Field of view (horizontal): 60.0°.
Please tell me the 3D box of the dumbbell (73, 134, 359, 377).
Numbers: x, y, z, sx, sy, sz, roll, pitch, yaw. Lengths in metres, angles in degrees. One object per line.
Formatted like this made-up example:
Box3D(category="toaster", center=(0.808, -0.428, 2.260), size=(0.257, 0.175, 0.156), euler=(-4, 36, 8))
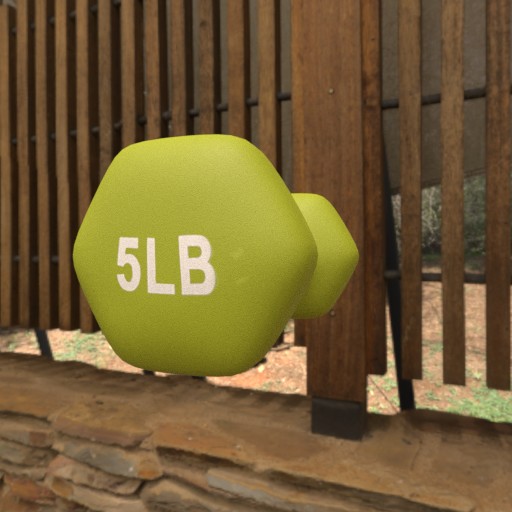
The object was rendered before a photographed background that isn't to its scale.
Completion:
Box3D(category="dumbbell", center=(0.000, 0.000, 0.200), size=(0.080, 0.072, 0.164), euler=(0, 0, 19))
